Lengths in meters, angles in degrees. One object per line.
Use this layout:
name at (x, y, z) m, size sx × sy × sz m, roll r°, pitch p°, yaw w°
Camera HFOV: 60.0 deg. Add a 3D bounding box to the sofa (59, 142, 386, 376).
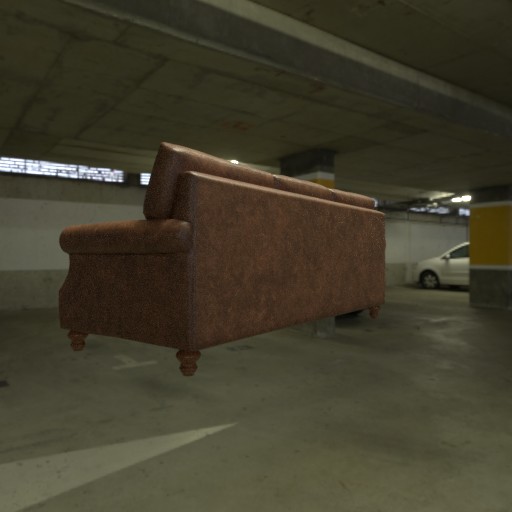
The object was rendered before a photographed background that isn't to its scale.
sofa at (0.000, 0.000, 2.903) m, size 0.973 × 0.977 × 2.351 m, roll 0°, pitch 0°, yaw 36°
